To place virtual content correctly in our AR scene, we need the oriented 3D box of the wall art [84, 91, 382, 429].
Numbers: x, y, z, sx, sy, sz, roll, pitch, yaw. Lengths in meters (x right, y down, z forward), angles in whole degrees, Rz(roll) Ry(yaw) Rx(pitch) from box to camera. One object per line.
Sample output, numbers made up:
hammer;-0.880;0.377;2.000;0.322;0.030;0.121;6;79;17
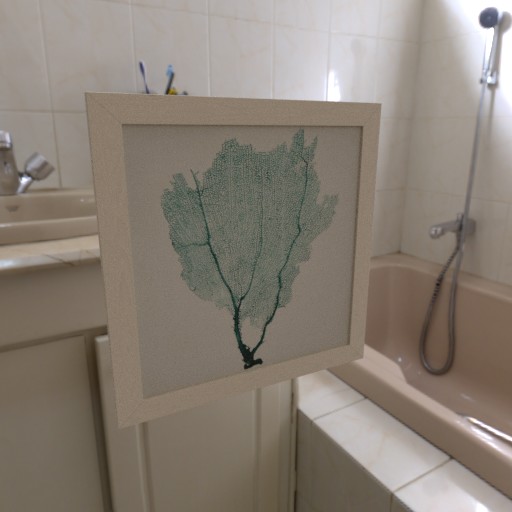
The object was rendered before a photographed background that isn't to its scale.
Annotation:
wall art;0.000;0.000;0.861;0.572;0.577;0.015;-8;17;-26
